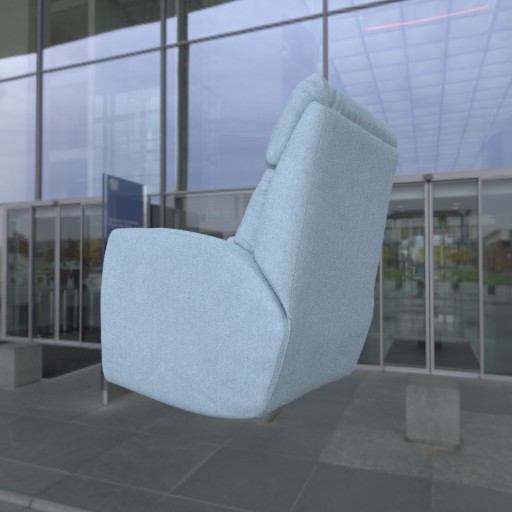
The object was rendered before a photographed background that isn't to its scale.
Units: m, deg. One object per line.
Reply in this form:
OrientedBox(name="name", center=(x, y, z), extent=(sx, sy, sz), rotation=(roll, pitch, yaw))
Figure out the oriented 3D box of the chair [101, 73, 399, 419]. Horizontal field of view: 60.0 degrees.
OrientedBox(name="chair", center=(0.000, 0.000, 1.689), extent=(0.940, 1.013, 0.812), rotation=(-1, -1, 36))
